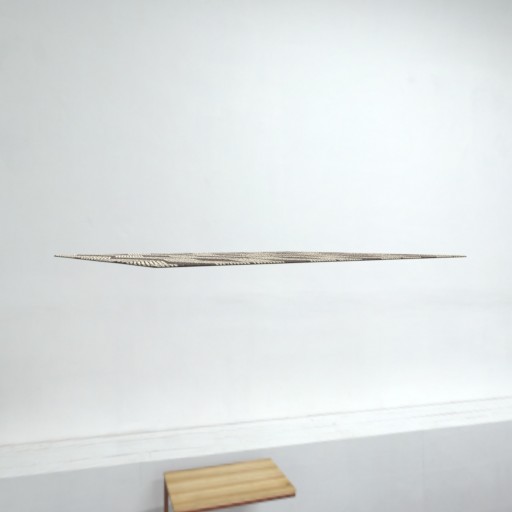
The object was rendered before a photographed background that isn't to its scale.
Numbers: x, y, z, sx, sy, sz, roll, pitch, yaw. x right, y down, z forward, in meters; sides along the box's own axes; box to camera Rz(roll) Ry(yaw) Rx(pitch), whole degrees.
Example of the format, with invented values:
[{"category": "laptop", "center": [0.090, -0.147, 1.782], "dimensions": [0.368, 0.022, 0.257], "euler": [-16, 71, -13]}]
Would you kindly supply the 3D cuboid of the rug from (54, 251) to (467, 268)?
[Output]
[{"category": "rug", "center": [0.000, 0.000, 4.165], "dimensions": [3.048, 0.016, 2.438], "euler": [-1, 2, -36]}]
